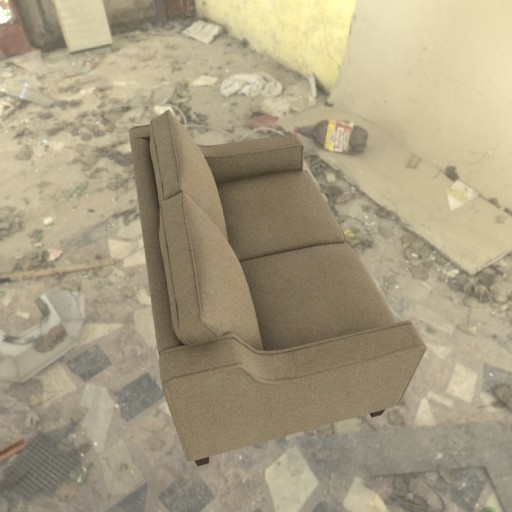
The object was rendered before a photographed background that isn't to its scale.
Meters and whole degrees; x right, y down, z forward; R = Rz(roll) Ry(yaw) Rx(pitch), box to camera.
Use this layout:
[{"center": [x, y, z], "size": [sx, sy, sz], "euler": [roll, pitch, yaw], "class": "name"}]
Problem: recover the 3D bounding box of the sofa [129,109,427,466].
[{"center": [0.000, 0.000, 2.146], "size": [0.985, 0.981, 1.503], "euler": [-11, 48, -10], "class": "sofa"}]
